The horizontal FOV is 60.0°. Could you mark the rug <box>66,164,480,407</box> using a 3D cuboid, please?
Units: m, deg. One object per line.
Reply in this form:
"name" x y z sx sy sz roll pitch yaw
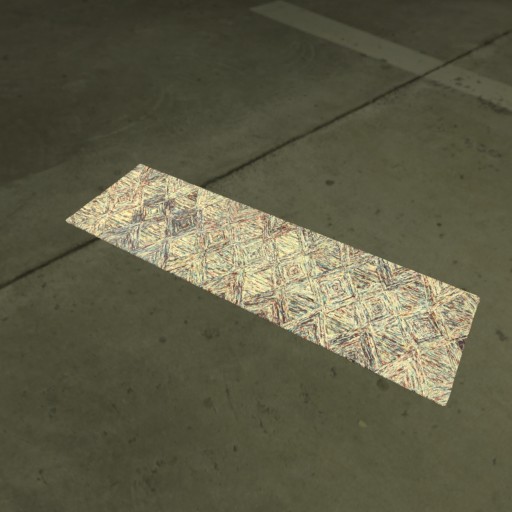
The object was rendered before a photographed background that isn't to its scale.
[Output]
"rug" 0.000 0.000 2.488 2.292 0.015 0.688 24 51 21
